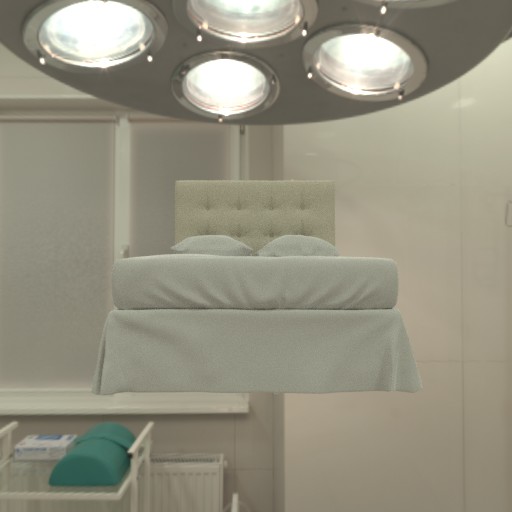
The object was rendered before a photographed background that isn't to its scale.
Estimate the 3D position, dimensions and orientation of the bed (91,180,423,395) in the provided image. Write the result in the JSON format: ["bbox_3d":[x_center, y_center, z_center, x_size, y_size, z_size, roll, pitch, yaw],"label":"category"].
[{"bbox_3d":[0.000,0.000,3.505,1.936,1.577,2.222,0,-1,0],"label":"bed"}]
